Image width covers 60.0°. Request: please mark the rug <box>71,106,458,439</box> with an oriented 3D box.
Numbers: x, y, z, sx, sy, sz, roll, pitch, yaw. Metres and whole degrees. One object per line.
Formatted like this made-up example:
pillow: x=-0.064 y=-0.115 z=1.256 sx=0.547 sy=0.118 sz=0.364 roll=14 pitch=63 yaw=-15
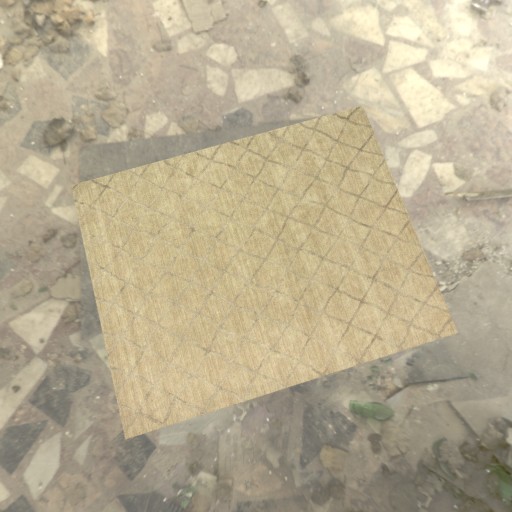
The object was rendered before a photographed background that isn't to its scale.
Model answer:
rug: x=0.000 y=0.000 z=4.150 sx=3.038 sy=0.019 sz=2.420 roll=-16 pitch=76 yaw=-4
